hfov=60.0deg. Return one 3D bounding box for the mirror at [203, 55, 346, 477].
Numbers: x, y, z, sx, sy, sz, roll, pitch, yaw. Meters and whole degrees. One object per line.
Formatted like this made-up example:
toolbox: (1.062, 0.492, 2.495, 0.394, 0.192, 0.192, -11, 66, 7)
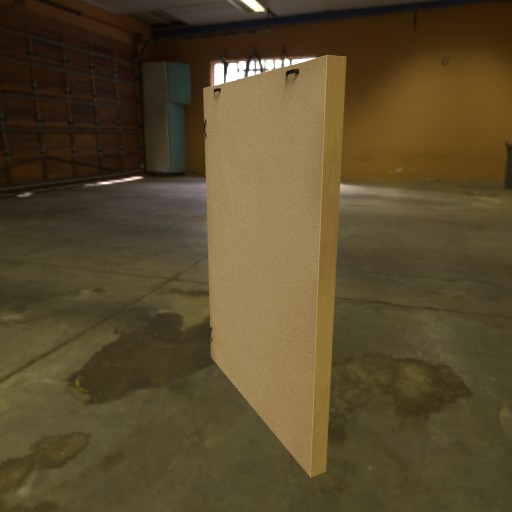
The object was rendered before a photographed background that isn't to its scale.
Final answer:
mirror: (0.000, 0.000, 0.939, 0.039, 0.710, 0.507, -7, 17, -25)
